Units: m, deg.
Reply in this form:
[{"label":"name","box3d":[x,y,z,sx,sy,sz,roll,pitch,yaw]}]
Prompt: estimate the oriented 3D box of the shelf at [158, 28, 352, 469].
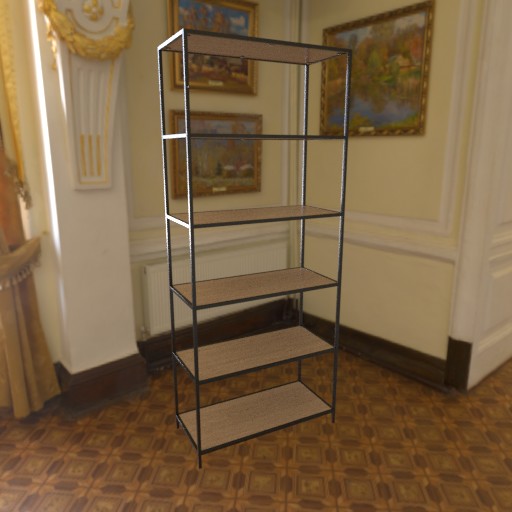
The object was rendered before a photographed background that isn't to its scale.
[{"label":"shelf","box3d":[0.000,0.000,2.137,0.770,1.850,0.350,-7,15,-26]}]
